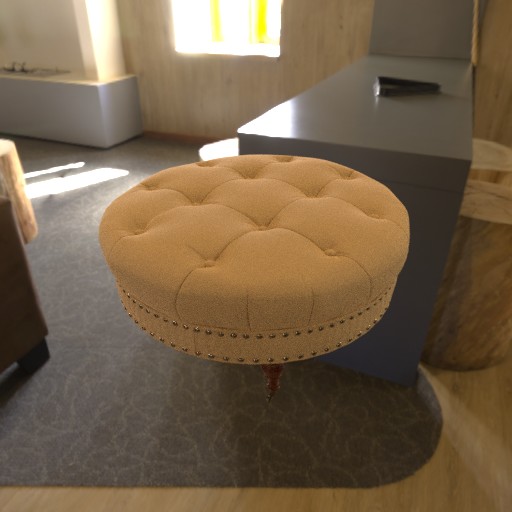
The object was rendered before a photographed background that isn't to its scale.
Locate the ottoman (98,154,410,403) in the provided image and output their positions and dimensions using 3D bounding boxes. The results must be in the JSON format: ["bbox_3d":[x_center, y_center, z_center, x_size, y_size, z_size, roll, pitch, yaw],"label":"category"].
[{"bbox_3d":[0.000,0.000,1.390,0.901,0.439,0.901,0,31,0],"label":"ottoman"}]
